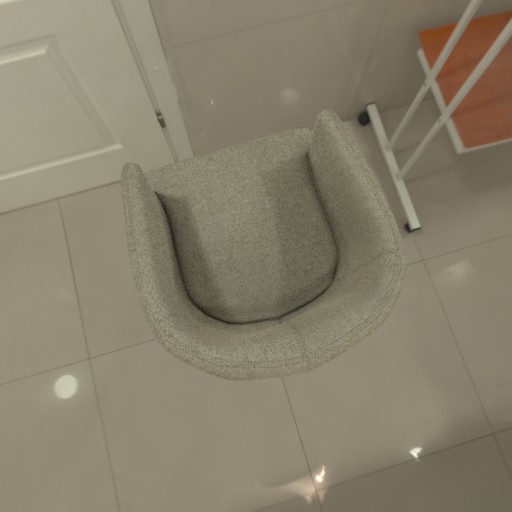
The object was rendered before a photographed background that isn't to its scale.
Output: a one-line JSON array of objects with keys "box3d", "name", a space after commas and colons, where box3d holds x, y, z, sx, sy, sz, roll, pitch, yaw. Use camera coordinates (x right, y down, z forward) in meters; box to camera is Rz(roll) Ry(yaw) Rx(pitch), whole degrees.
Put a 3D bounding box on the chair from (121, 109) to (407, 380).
[{"box3d": [0.000, 0.000, 1.243, 0.583, 0.811, 0.655, -16, 76, -4], "name": "chair"}]
